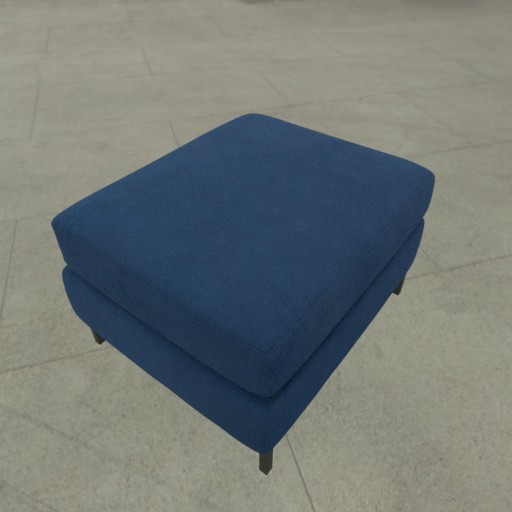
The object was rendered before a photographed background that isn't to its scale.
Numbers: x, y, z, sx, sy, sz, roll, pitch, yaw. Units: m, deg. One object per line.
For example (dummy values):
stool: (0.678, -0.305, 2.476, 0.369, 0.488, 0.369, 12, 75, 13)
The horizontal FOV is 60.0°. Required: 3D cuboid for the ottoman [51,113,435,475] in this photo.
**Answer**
ottoman: (0.000, 0.000, 1.197, 0.655, 0.485, 0.794, 27, 48, 27)
